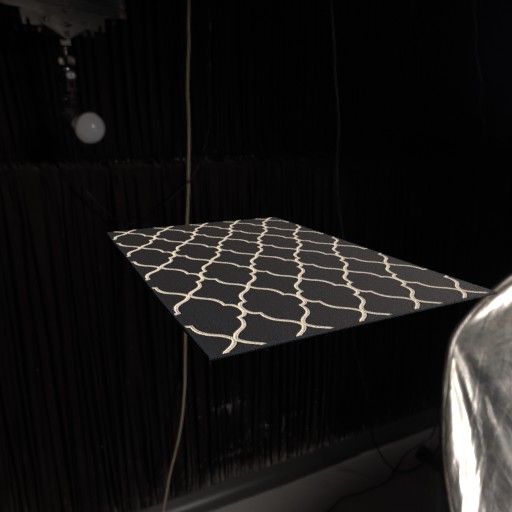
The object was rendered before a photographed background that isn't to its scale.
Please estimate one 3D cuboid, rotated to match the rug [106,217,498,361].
[{"bbox_3d":[0.000,0.000,2.846,1.528,0.014,2.294,-8,17,-26],"label":"rug"}]
